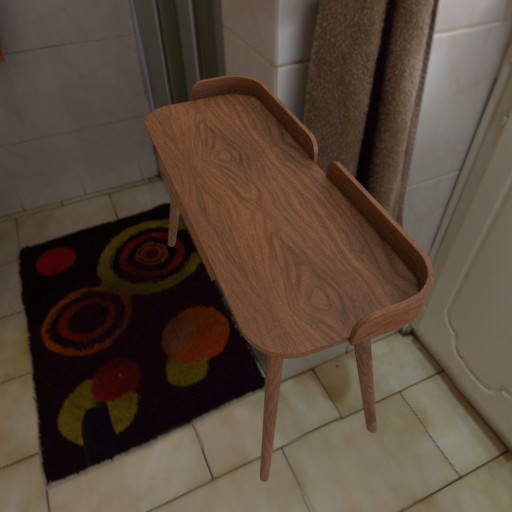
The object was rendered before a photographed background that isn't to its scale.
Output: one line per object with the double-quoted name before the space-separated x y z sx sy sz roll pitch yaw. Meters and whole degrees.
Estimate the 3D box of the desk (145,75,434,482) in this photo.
"desk" 0.000 0.000 1.644 0.486 0.800 1.256 -17 48 -15
